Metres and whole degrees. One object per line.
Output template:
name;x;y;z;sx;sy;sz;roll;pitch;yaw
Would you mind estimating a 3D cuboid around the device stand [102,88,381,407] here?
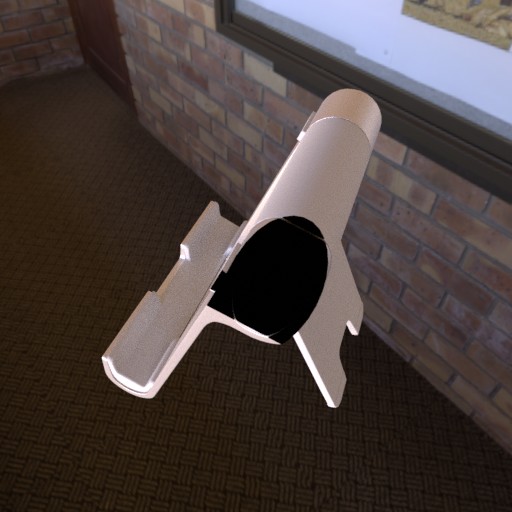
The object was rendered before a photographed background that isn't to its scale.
device stand;0.000;0.000;0.149;0.079;0.084;0.086;15;48;14
